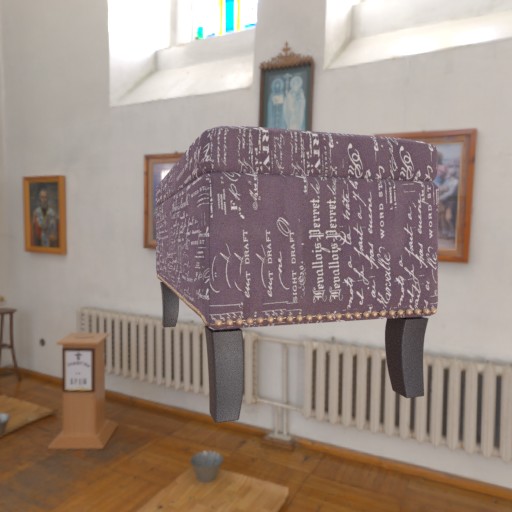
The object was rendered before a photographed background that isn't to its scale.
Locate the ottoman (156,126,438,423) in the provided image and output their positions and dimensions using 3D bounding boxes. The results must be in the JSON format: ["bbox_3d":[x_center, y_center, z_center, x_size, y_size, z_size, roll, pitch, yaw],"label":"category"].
[{"bbox_3d":[0.000,0.000,1.064,0.406,0.457,0.813,-1,3,-18],"label":"ottoman"}]
